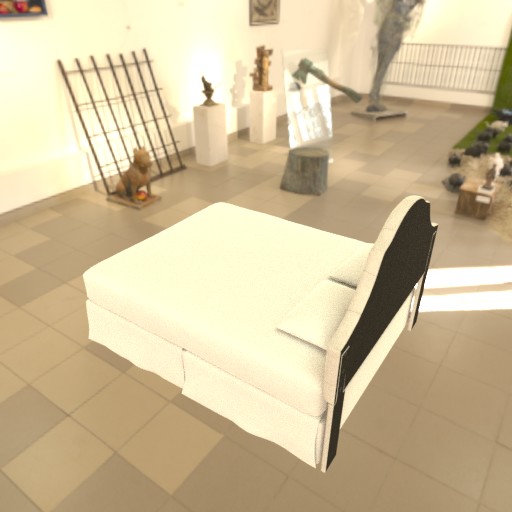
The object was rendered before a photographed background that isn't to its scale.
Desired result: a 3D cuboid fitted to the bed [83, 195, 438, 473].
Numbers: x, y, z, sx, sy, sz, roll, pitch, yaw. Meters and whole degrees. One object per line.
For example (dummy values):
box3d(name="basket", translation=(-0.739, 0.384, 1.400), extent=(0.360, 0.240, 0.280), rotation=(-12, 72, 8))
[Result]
box3d(name="bed", translation=(0.000, 0.000, 3.861), extent=(2.477, 1.617, 2.039), rotation=(19, 35, 30))
